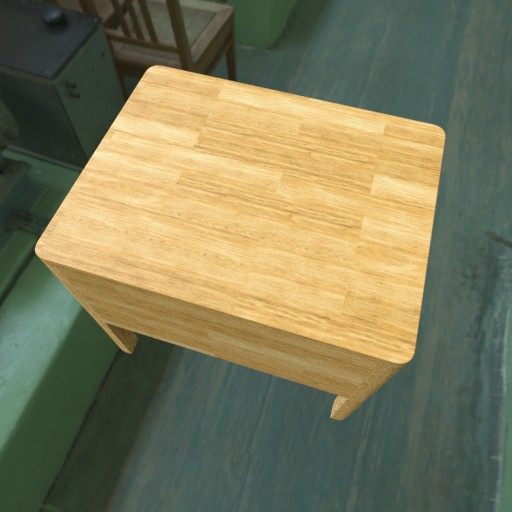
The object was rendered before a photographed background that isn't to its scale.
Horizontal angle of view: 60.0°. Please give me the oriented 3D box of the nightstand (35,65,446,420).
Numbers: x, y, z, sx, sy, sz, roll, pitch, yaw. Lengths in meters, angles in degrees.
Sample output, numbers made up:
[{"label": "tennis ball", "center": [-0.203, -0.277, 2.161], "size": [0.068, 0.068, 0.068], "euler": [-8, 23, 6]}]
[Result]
[{"label": "nightstand", "center": [0.000, 0.000, 0.918], "size": [0.560, 0.470, 0.440], "euler": [15, 62, 8]}]
